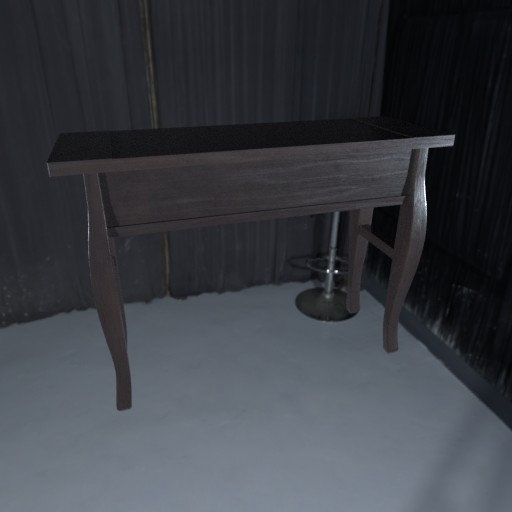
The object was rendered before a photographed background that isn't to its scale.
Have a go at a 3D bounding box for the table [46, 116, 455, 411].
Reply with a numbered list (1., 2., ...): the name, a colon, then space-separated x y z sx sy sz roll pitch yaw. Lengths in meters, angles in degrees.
1. table: 0.000 0.000 1.423 1.062 0.768 0.373 -8 27 -15
